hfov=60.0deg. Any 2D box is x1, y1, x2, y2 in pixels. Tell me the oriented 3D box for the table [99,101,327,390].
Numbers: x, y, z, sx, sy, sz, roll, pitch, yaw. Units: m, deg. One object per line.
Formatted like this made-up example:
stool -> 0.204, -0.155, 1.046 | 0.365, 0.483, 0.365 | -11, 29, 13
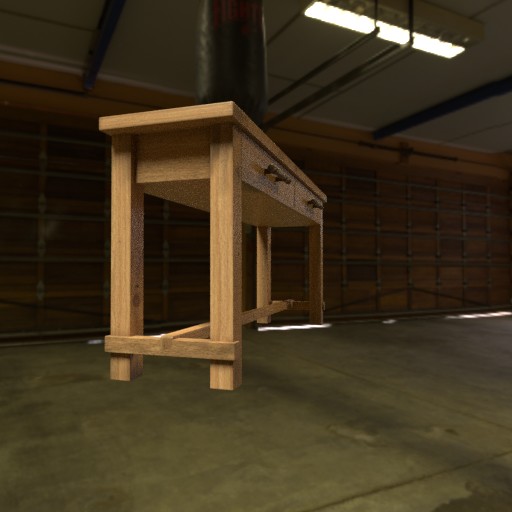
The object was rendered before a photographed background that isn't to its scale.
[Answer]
table -> 0.000, 0.000, 1.959 | 0.442, 0.762, 1.599 | -1, -2, 18
